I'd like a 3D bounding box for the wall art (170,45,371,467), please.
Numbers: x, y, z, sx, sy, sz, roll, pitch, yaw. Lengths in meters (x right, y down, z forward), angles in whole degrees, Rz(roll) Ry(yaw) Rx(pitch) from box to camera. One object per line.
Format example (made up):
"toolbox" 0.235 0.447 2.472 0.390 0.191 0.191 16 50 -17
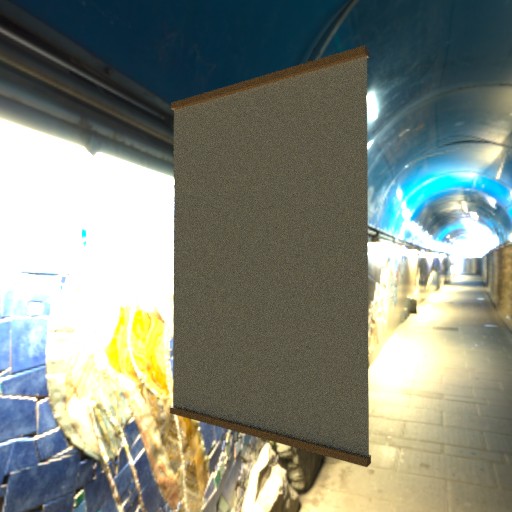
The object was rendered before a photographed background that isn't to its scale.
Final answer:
"wall art" 0.000 0.000 1.275 0.669 1.020 0.027 -1 -1 35
